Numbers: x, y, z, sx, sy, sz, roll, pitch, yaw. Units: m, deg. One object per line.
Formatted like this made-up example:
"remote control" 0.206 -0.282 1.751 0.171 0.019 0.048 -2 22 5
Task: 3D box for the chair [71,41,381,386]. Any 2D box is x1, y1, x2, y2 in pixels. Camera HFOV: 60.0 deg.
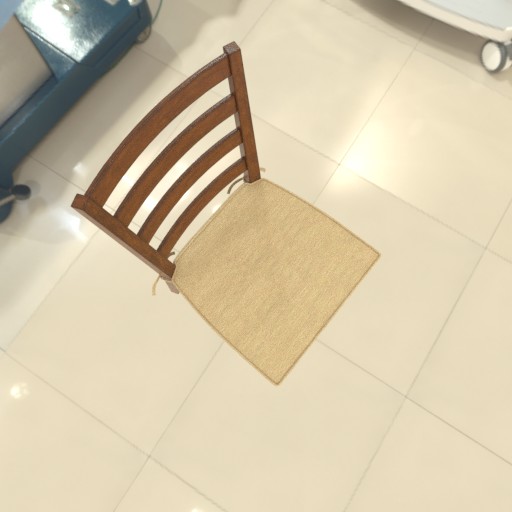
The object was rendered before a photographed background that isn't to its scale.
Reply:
"chair" 0.000 0.000 1.357 0.595 0.979 0.593 39 79 9
